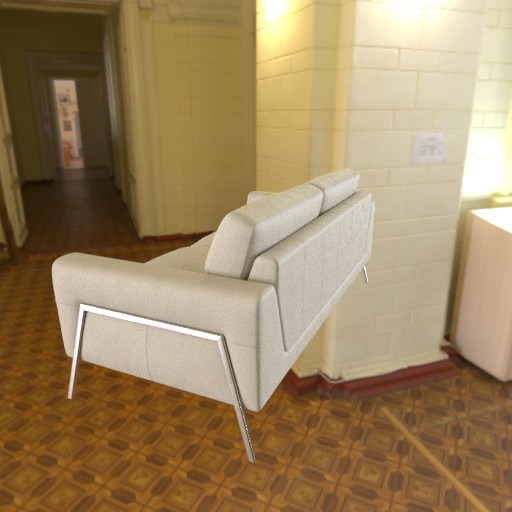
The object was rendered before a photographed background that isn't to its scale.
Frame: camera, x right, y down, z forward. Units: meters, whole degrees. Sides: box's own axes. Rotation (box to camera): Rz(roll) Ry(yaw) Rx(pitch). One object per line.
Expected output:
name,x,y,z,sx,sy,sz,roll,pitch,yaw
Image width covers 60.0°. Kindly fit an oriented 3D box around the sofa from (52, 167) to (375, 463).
sofa,0.000,0.000,2.533,0.953,0.875,2.017,8,19,24
